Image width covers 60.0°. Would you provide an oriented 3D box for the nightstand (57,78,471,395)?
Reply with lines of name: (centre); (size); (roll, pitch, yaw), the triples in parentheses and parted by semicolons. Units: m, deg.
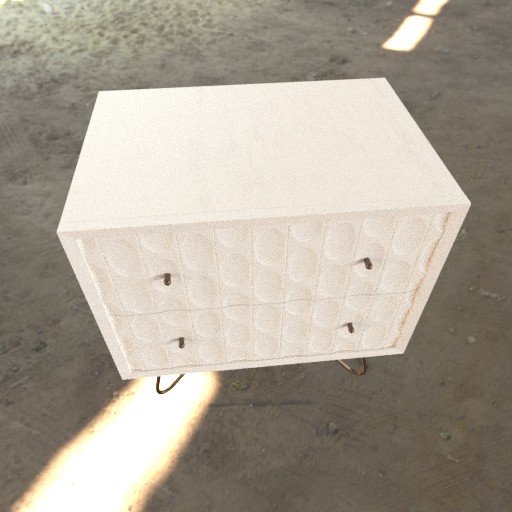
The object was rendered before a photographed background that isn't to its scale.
nightstand: (0.000, 0.000, 1.014); (0.614, 0.604, 0.447); (-4, 47, -4)
